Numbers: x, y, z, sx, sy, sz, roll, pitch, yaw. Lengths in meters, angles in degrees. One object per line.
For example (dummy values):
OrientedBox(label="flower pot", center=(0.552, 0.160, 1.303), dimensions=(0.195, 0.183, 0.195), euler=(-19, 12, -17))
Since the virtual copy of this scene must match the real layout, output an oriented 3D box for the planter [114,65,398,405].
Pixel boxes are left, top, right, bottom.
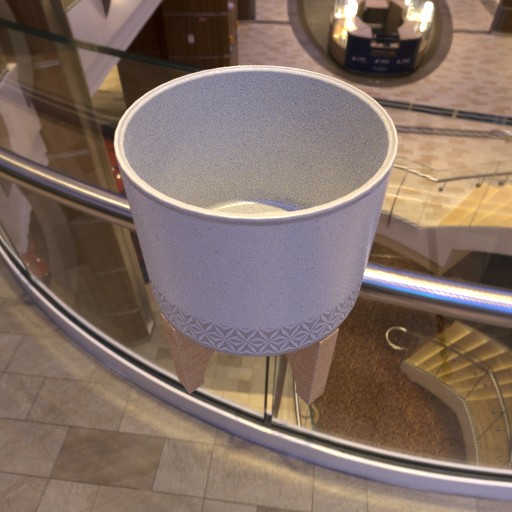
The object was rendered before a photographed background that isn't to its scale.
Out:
OrientedBox(label="planter", center=(0.000, 0.000, 0.271), dimensions=(0.130, 0.178, 0.130), euler=(0, 47, 0))
